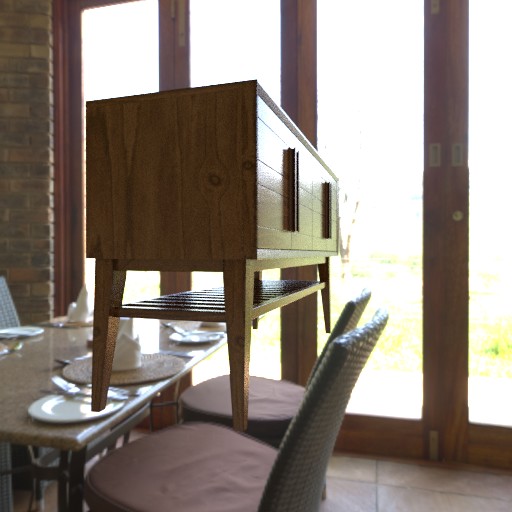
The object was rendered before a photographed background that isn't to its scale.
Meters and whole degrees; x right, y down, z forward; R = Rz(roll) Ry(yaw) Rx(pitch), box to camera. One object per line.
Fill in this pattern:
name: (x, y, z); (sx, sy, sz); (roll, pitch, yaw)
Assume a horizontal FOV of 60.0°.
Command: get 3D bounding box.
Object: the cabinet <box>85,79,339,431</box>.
cabinet: (0.000, 0.000, 1.714); (0.477, 0.802, 1.363); (0, 0, 18)
